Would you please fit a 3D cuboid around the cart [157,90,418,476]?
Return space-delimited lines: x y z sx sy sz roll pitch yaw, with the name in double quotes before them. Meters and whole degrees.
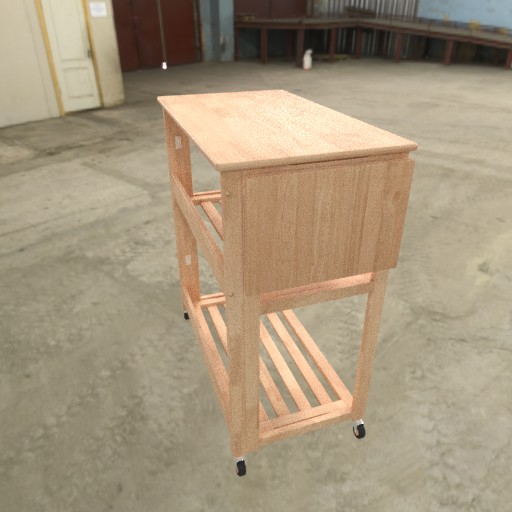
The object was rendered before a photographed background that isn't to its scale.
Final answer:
"cart" 0.000 0.000 1.400 0.432 0.879 0.853 -10 30 -17
